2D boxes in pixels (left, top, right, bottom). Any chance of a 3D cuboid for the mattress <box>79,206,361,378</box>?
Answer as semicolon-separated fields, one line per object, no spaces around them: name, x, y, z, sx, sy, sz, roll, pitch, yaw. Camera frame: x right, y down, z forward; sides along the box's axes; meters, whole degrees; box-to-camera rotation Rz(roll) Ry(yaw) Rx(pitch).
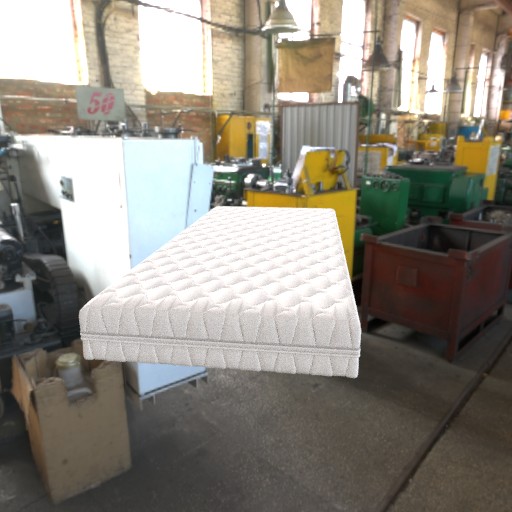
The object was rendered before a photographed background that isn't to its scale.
mattress;0.000;0.000;2.340;0.900;0.200;2.000;2;16;7
